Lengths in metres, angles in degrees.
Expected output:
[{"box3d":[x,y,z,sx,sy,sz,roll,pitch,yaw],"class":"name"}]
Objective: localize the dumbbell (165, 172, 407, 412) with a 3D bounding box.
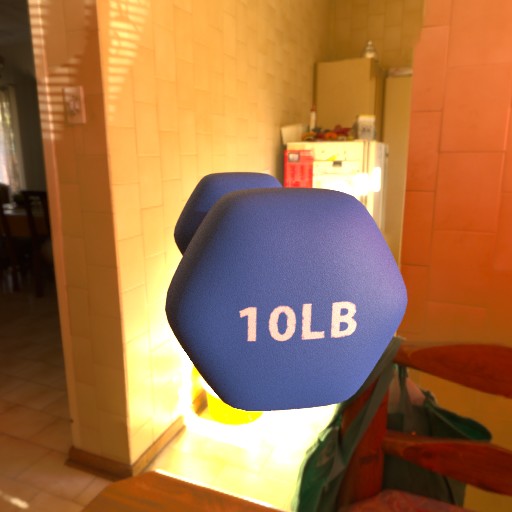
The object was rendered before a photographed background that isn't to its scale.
[{"box3d":[0.000,0.000,0.266,0.103,0.093,0.212,-2,13,-8],"class":"dumbbell"}]
